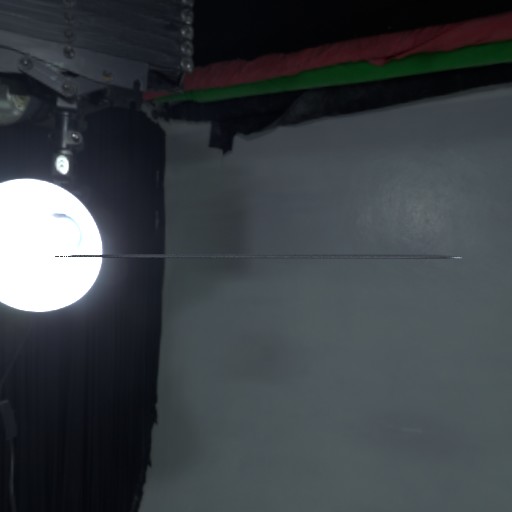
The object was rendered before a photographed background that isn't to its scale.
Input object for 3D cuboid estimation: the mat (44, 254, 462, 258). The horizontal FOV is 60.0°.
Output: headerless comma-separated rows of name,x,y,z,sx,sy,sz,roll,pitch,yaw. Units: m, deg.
mat,0.000,0.000,1.867,1.524,0.013,0.918,0,0,19
